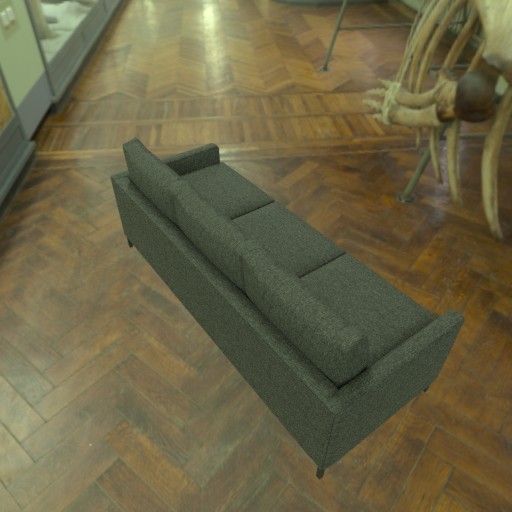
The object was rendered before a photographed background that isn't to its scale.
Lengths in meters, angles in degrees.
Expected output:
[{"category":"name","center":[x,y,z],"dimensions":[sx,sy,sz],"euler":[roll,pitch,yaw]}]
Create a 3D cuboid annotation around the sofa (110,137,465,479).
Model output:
[{"category":"sofa","center":[0.000,0.000,2.687],"dimensions":[0.876,0.879,2.253],"euler":[-26,47,-27]}]
